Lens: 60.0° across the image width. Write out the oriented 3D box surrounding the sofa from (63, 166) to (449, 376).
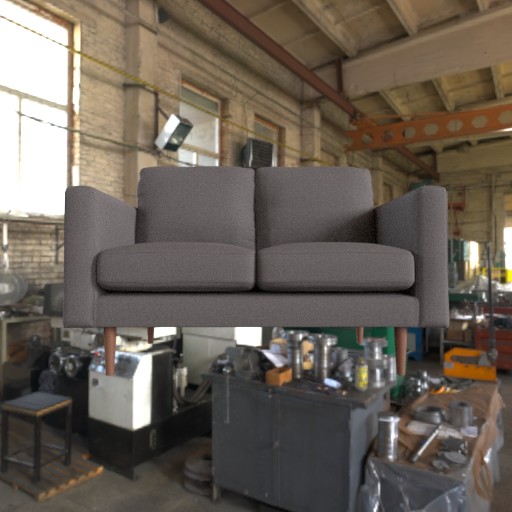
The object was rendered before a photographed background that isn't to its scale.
[{"bbox_3d":[0.000,0.000,1.988,1.430,0.908,0.796,0,-1,0],"label":"sofa"}]
